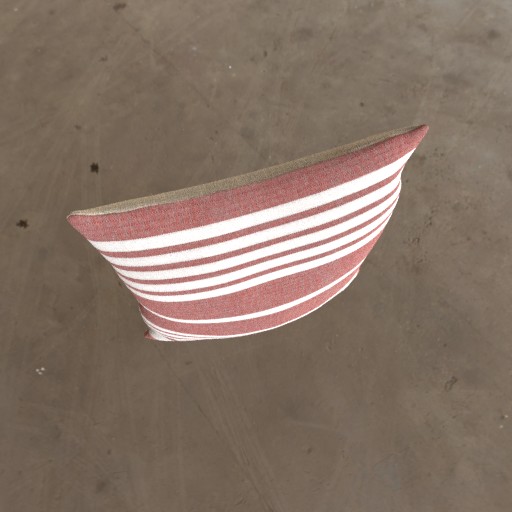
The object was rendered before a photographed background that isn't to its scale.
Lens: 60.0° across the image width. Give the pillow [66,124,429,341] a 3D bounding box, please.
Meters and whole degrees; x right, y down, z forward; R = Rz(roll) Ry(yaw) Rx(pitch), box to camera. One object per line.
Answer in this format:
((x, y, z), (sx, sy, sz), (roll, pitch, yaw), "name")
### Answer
((0.000, 0.000, 0.680), (0.439, 0.427, 0.182), (-16, 64, -8), "pillow")
